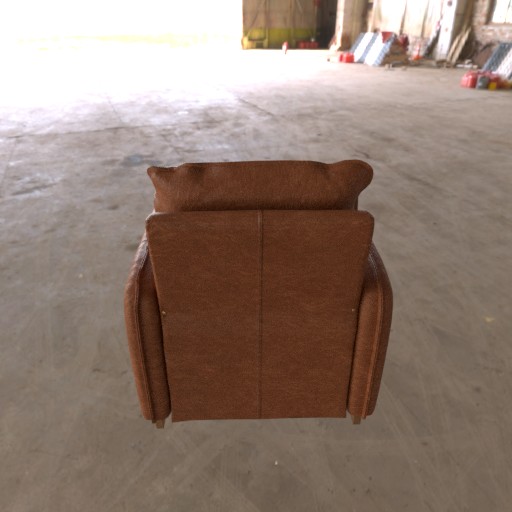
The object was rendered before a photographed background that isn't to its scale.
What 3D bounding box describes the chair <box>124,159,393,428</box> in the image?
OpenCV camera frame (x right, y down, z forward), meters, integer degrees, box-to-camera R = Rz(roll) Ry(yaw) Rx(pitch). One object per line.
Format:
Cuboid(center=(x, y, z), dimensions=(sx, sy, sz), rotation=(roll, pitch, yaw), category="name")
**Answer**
Cuboid(center=(0.000, 0.000, 1.655), dimensions=(0.830, 0.922, 0.922), rotation=(-1, 29, -1), category="chair")
